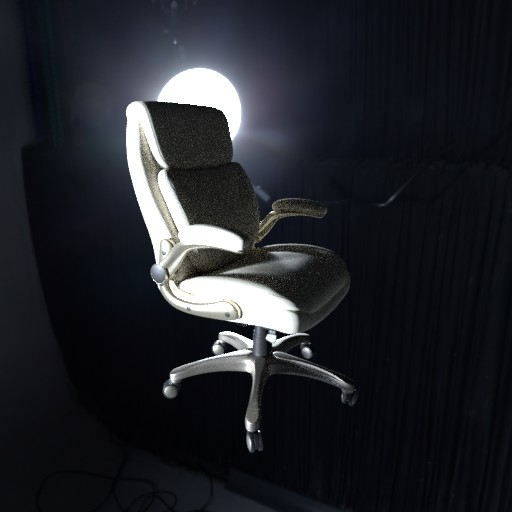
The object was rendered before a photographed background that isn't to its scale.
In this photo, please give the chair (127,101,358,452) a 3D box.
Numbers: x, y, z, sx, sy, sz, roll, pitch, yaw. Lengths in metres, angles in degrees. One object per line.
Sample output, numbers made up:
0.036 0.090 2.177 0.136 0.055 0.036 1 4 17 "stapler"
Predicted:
0.000 0.000 1.661 0.794 1.110 0.740 7 17 25 "chair"
